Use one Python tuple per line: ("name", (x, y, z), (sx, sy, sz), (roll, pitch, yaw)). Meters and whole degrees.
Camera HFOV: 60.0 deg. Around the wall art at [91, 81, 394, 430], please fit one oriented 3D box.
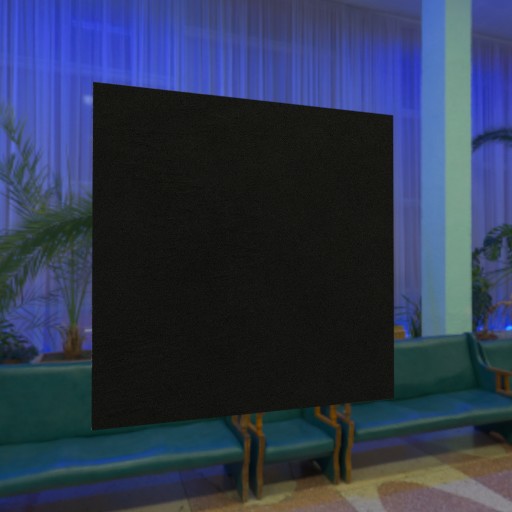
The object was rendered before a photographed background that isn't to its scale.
("wall art", (0.000, 0.000, 1.104), (0.765, 0.765, 0.046), (0, -1, -17))
